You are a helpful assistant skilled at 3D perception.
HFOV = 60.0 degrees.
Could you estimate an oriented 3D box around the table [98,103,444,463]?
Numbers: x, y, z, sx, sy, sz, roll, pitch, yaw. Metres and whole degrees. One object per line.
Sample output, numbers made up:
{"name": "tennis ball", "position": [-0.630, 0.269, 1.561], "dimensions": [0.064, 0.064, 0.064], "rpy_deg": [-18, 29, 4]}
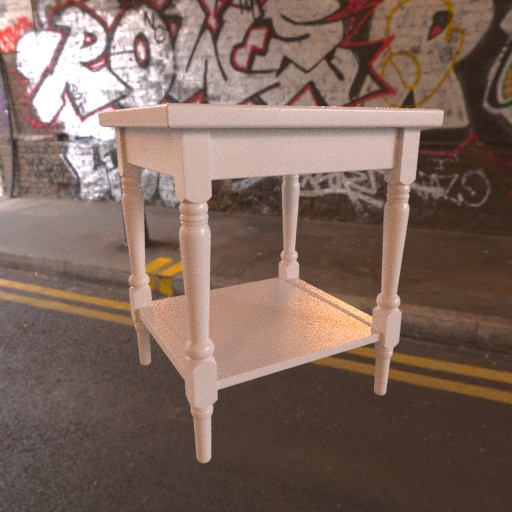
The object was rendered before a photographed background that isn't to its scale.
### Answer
{"name": "table", "position": [0.000, 0.000, 0.905], "dimensions": [0.488, 0.565, 0.442], "rpy_deg": [-9, 19, -28]}
